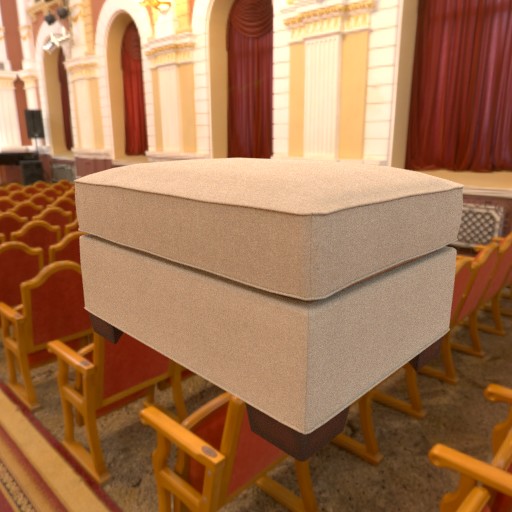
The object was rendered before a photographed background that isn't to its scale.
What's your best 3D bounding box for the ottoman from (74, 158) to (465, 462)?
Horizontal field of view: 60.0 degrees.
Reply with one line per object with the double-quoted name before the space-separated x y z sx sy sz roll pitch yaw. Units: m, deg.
"ottoman" 0.000 0.000 1.193 0.846 0.503 0.617 14 20 43
